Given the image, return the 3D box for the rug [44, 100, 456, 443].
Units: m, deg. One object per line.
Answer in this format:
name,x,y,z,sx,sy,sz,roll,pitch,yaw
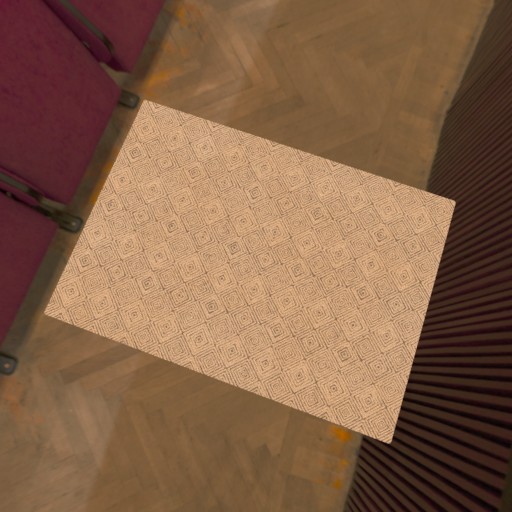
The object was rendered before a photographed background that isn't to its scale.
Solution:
rug,0.000,0.000,2.848,2.238,0.008,1.593,19,77,5
